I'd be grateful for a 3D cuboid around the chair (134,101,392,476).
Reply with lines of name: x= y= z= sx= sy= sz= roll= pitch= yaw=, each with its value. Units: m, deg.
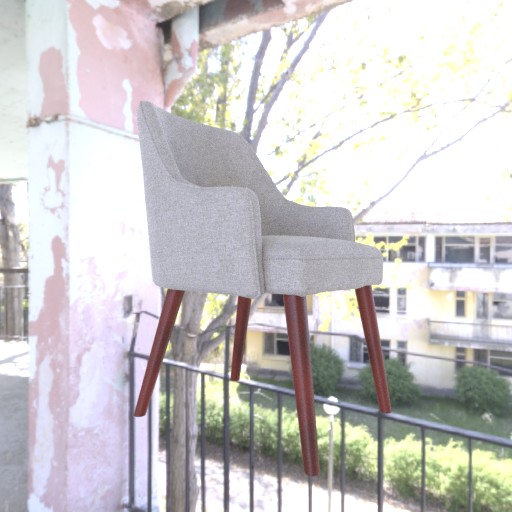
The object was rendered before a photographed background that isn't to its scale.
chair: x=0.000 y=0.000 z=1.207 sx=0.605 sy=0.849 sz=0.548 roll=0 pitch=0 yaw=36
